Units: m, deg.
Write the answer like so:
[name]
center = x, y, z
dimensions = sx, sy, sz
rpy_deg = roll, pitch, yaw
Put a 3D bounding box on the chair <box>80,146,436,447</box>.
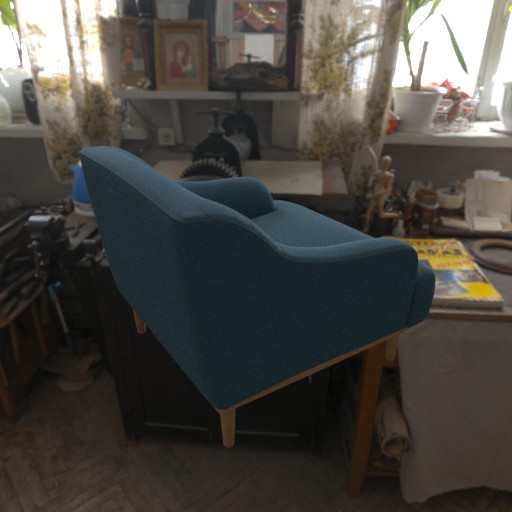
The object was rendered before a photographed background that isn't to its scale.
[chair]
center = 0.000, 0.000, 1.647
dimensions = 0.951, 0.818, 0.946
rpy_deg = -18, 32, -31
